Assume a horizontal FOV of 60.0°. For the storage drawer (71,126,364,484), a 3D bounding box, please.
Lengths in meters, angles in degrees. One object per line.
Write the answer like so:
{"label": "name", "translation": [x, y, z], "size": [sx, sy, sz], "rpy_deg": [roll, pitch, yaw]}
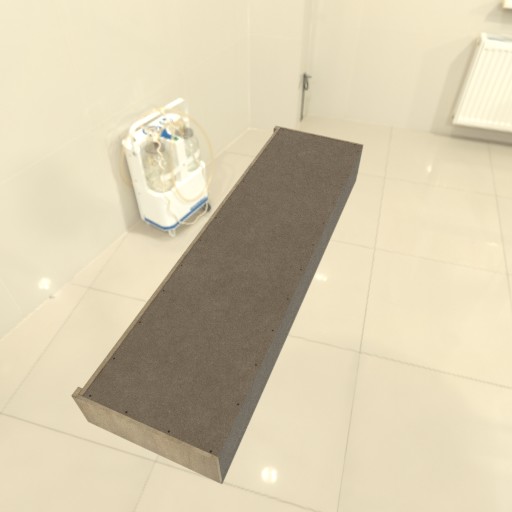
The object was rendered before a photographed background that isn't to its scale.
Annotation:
{"label": "storage drawer", "translation": [0.000, 0.000, 2.299], "size": [0.591, 0.274, 2.072], "rpy_deg": [17, 48, 16]}
